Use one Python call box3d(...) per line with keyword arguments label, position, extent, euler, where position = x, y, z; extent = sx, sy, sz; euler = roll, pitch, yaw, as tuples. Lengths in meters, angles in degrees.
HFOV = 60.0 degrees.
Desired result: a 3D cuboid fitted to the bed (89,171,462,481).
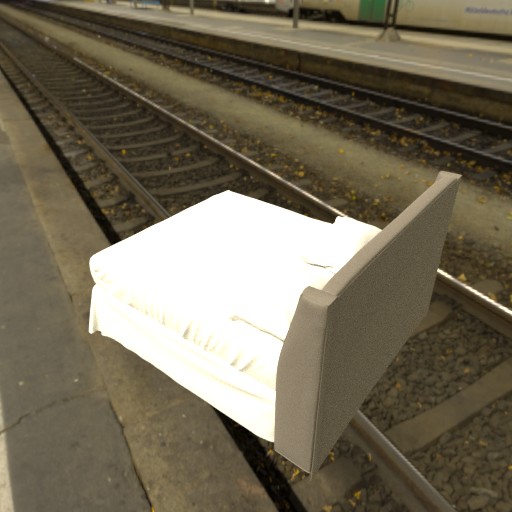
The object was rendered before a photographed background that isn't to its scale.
box3d(label="bed", position=(0.000, 0.000, 3.435), extent=(2.276, 1.332, 1.925), euler=(22, 38, 31))
